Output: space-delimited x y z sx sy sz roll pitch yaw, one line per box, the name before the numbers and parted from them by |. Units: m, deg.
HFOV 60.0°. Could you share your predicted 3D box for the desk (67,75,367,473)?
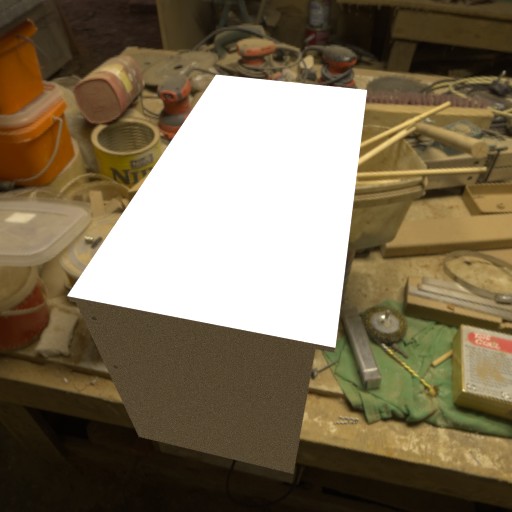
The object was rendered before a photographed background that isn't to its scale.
desk | 0.000 0.000 1.517 0.560 0.730 1.096 9 47 9
